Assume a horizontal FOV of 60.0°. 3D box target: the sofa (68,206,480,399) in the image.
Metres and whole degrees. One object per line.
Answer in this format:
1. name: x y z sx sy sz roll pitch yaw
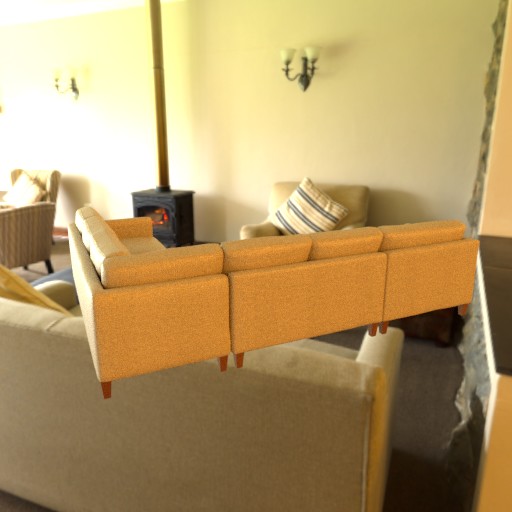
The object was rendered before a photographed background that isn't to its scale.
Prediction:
1. sofa: 0.000 0.000 4.588 3.460 0.961 2.594 -7 17 -24
